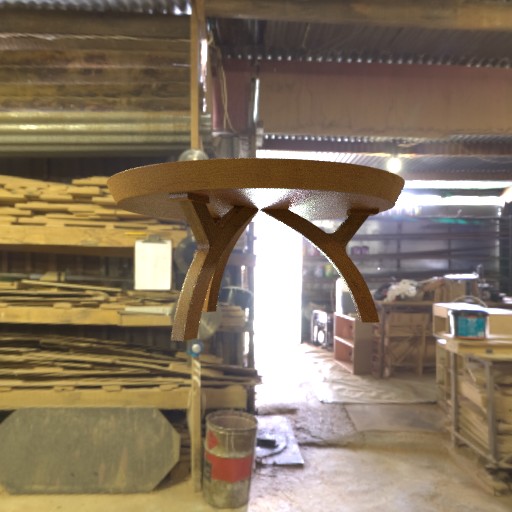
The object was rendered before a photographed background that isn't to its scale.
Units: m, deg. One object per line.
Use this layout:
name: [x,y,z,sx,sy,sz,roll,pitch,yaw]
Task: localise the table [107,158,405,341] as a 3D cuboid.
table: [0.000,0.000,1.583,1.016,0.470,1.016,0,-1,0]
